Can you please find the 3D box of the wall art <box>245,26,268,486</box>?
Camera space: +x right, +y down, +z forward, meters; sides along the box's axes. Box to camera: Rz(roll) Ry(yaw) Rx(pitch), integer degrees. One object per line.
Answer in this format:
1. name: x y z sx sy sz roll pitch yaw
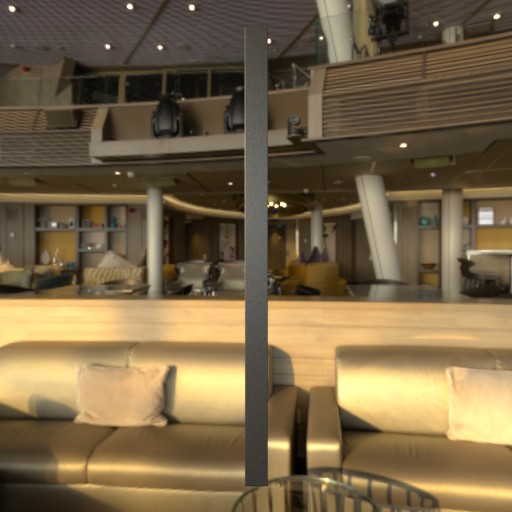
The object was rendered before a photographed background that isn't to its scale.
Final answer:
1. wall art: 0.000 0.000 0.765 0.028 0.557 0.457 0 0 0
